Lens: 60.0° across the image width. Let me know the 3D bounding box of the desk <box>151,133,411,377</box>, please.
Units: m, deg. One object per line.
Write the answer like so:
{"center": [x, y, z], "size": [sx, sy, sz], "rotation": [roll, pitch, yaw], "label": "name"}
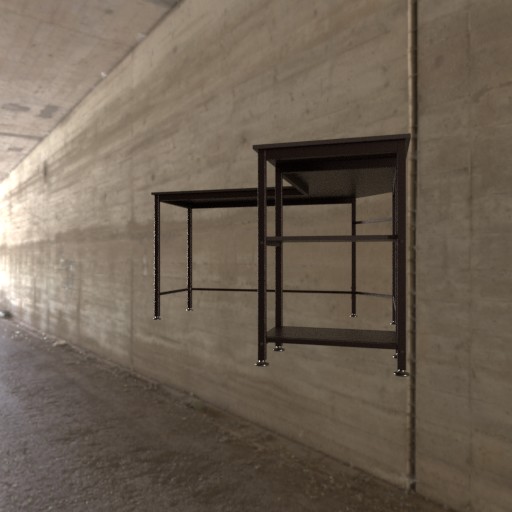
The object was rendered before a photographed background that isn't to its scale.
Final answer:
{"center": [0.000, 0.000, 2.195], "size": [1.379, 0.739, 1.379], "rotation": [0, 0, 16], "label": "desk"}
